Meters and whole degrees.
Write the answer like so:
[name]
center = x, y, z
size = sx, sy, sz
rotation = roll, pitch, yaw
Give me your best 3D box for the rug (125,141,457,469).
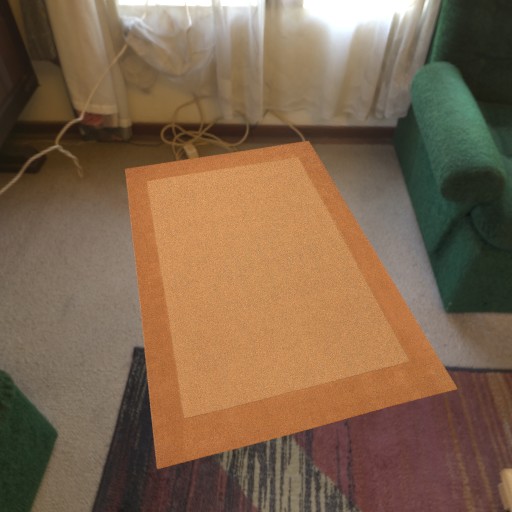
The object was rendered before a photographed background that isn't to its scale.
[rug]
center = 0.000, 0.000, 2.298
size = 1.219, 0.014, 1.829
rotation = -11, 49, -10
